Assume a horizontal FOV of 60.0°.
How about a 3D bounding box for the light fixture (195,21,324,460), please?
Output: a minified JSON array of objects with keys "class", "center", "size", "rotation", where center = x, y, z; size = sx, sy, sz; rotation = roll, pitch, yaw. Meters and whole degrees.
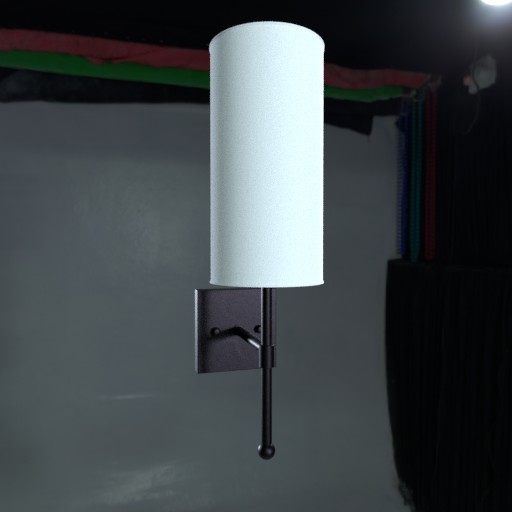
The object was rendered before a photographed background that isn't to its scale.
[{"class":"light fixture","center":[0.000,0.000,0.539],"size":[0.128,0.462,0.208],"rotation":[0,1,-17]}]
